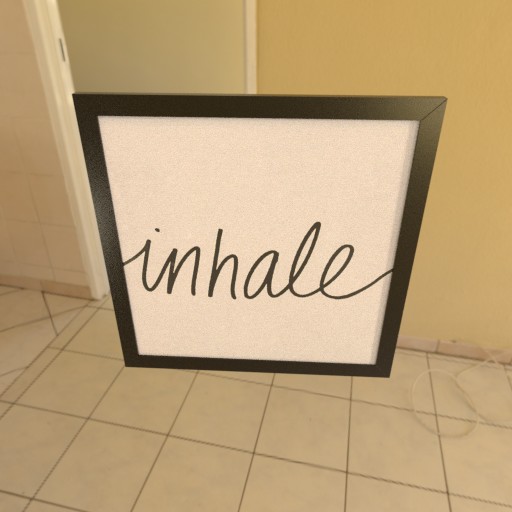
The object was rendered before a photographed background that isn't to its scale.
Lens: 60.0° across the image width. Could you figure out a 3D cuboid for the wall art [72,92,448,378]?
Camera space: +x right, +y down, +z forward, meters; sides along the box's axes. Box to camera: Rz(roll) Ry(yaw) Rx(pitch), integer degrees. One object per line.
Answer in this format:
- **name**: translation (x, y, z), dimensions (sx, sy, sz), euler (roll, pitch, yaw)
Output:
- **wall art**: translation (0.000, 0.000, 0.641), dimensions (0.446, 0.445, 0.014), euler (2, 30, 3)
